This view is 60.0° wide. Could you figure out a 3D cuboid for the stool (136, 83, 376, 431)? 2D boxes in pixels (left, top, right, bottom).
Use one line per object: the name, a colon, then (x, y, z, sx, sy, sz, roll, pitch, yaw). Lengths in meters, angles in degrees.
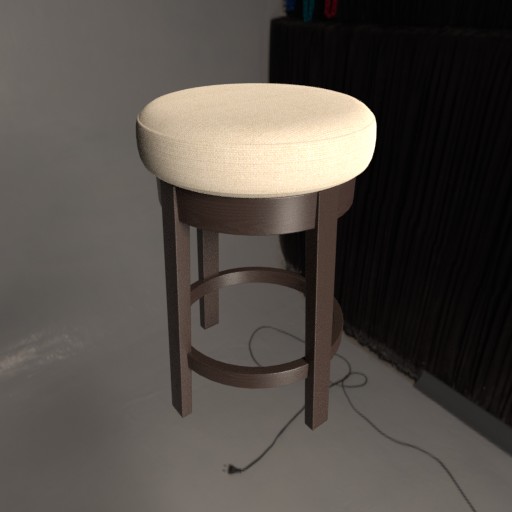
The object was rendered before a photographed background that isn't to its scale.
stool: (0.000, 0.000, 0.949, 0.449, 0.655, 0.449, 0, 30, 0)
